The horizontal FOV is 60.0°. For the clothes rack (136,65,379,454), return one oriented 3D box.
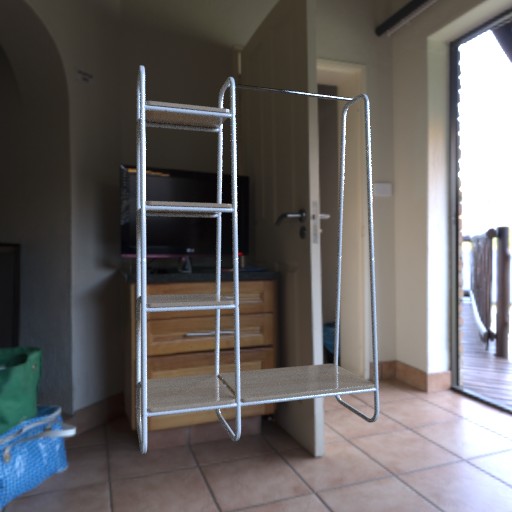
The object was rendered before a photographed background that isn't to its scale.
[{"bbox_3d":[0.000,0.000,1.961,1.011,1.500,0.400,0,0,-18],"label":"clothes rack"}]
